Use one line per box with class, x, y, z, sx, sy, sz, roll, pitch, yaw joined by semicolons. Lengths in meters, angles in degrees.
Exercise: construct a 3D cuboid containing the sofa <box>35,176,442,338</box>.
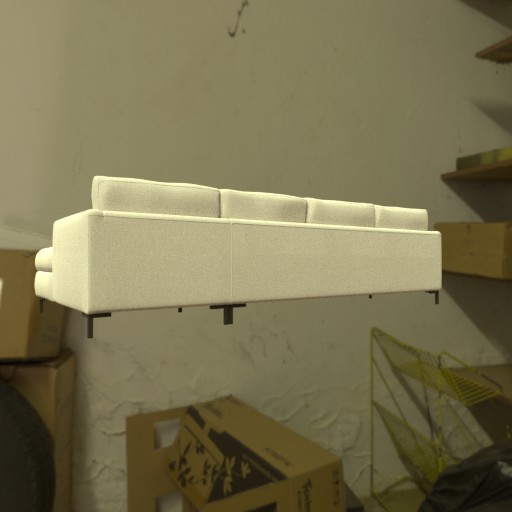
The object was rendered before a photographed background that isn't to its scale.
sofa;0.000;0.000;2.876;2.445;0.677;1.126;0;-1;-35
